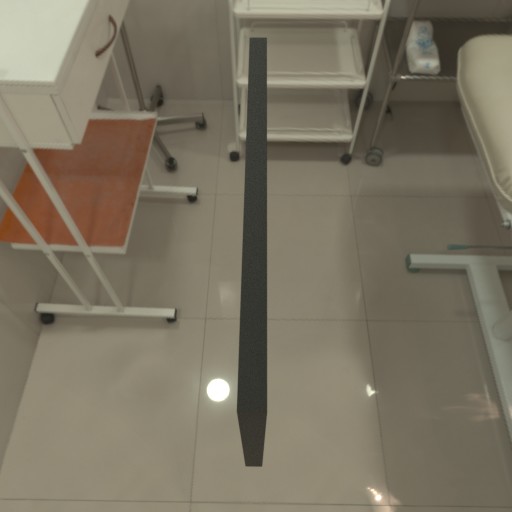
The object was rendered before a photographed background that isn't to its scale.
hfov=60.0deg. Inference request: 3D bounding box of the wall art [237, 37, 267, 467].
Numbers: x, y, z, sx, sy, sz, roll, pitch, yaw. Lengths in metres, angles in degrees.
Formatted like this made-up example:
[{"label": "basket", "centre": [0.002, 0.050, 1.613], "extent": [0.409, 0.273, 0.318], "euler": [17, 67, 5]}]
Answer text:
[{"label": "wall art", "centre": [0.000, 0.000, 0.553], "extent": [0.021, 0.301, 0.443], "euler": [1, 58, 0]}]
